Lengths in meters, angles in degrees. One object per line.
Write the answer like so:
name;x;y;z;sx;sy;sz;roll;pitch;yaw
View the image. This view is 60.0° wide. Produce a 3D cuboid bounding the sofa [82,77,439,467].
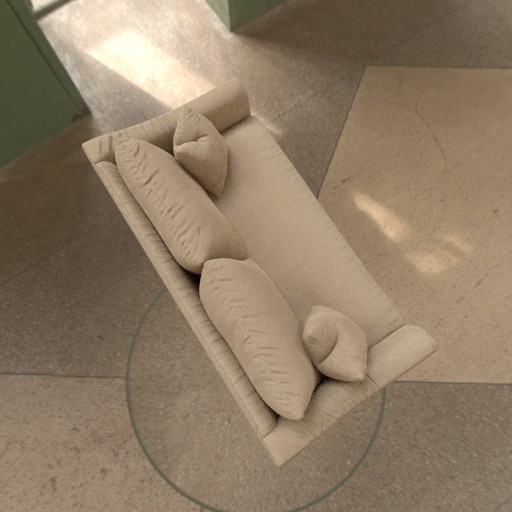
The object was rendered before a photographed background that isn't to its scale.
sofa;0.000;0.000;2.673;1.072;1.018;2.010;-32;77;-8
